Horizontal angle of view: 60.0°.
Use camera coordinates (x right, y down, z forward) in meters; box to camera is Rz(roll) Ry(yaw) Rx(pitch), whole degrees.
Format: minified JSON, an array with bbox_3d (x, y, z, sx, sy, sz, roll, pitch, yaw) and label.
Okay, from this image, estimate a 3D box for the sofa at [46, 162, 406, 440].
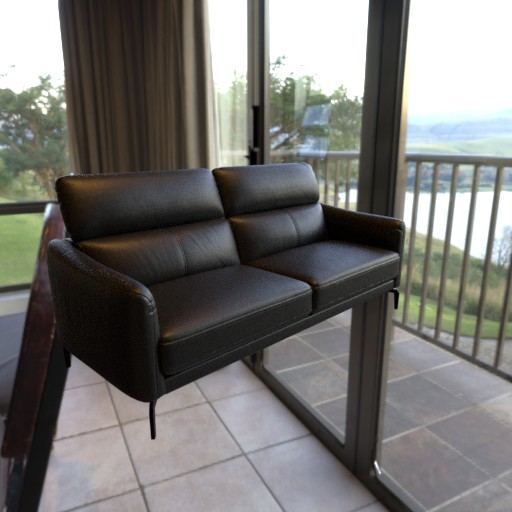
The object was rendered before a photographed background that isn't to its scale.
[{"bbox_3d":[0.000,0.000,2.514,0.856,0.957,2.069,14,20,43],"label":"sofa"}]
